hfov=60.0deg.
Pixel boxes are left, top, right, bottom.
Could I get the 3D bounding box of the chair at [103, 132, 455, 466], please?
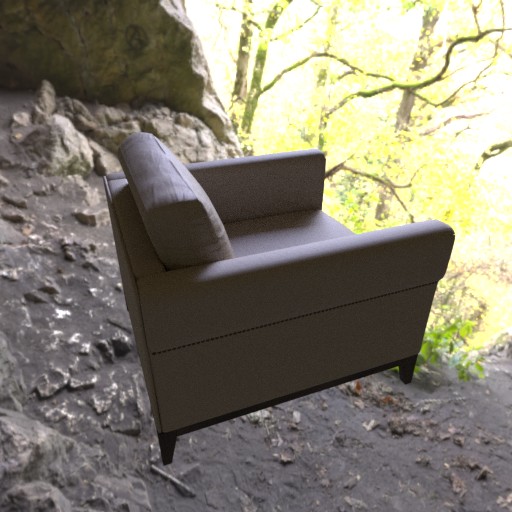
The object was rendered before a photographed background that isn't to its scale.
[{"bbox_3d":[0.000,0.000,1.664,0.959,0.838,0.914,-11,32,-18],"label":"chair"}]
